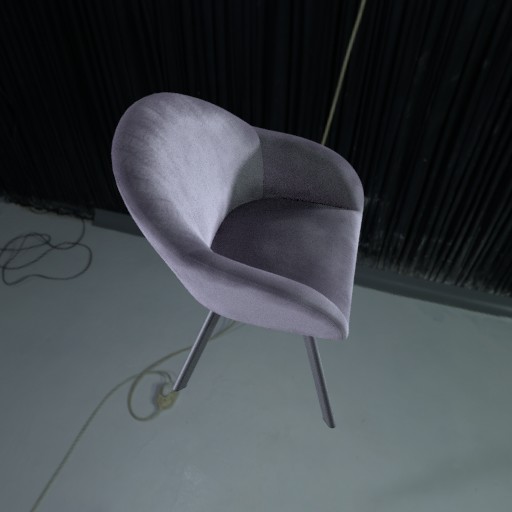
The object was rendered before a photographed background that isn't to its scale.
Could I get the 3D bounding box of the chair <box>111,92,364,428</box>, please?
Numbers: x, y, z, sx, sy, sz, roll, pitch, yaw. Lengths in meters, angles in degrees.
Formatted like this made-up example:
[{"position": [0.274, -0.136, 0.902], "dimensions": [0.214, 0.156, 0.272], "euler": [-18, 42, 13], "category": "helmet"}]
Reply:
[{"position": [0.000, 0.000, 1.201], "dimensions": [0.590, 0.795, 0.550], "euler": [10, 47, 9], "category": "chair"}]
